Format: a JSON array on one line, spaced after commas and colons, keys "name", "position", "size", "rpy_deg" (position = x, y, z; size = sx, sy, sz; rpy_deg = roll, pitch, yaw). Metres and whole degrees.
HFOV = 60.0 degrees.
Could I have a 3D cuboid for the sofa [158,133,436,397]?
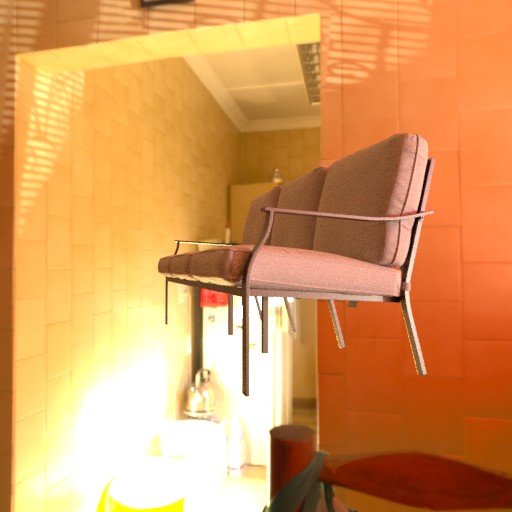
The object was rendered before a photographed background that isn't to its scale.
[{"name": "sofa", "position": [0.000, 0.000, 2.217], "size": [0.787, 0.860, 1.740], "rpy_deg": [1, -2, -19]}]
